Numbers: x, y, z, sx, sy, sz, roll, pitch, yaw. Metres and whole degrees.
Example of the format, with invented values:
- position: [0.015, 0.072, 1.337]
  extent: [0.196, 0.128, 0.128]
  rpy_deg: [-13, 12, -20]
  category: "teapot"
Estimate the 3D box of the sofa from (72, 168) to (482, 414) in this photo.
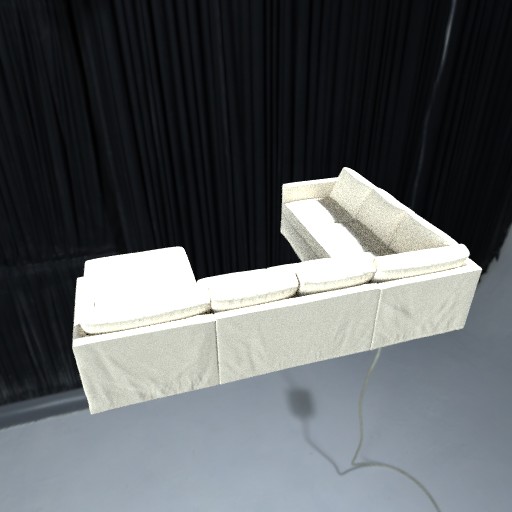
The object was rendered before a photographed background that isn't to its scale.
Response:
- position: [0.000, 0.000, 4.598]
  extent: [3.460, 0.882, 2.427]
  rpy_deg: [-9, 32, -15]
  category: "sofa"
